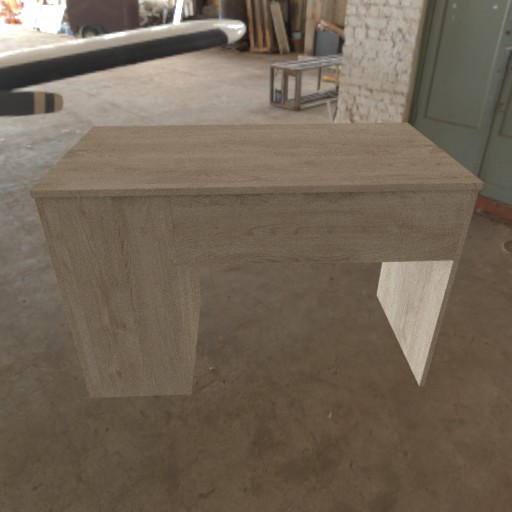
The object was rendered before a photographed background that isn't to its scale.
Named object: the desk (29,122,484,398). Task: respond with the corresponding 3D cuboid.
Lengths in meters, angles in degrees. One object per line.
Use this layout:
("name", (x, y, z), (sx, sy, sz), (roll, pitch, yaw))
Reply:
("desk", (0.000, 0.000, 1.491), (1.096, 0.730, 0.560), (-1, 31, -2))
